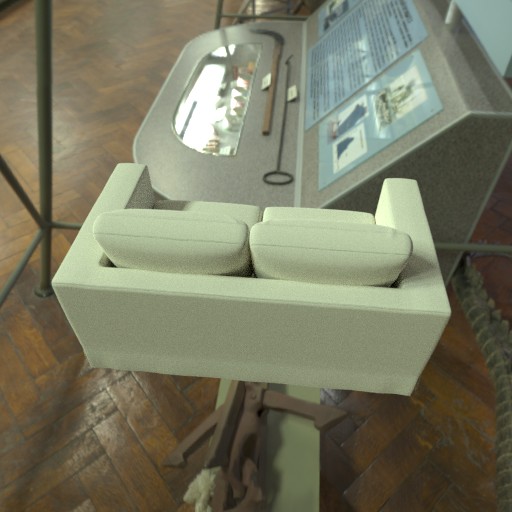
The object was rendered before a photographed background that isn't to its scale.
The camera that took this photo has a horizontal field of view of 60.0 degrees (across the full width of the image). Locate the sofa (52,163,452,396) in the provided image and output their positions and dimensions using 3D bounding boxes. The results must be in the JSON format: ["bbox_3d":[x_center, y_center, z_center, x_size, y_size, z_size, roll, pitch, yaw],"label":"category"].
[{"bbox_3d":[0.000,0.000,2.442,1.813,0.932,1.009,4,45,4],"label":"sofa"}]
